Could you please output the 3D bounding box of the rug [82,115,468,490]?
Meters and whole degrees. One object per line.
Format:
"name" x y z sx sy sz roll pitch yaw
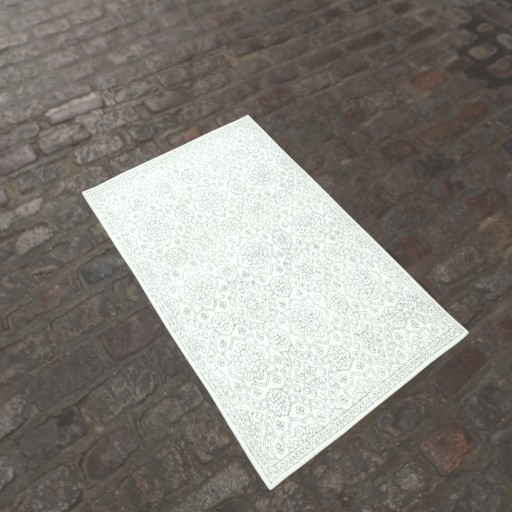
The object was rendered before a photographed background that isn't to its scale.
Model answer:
"rug" 0.000 0.000 3.039 1.518 0.023 2.434 -31 63 -18
